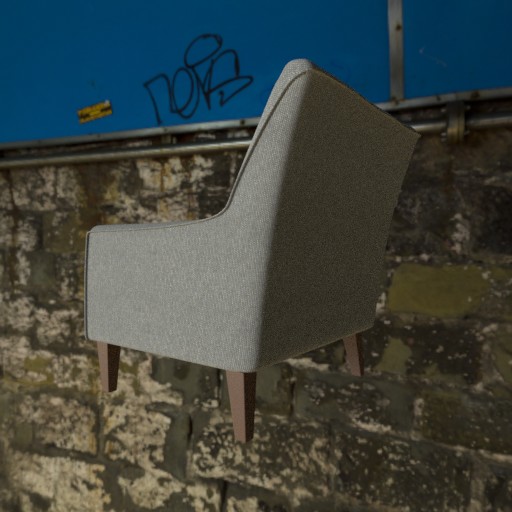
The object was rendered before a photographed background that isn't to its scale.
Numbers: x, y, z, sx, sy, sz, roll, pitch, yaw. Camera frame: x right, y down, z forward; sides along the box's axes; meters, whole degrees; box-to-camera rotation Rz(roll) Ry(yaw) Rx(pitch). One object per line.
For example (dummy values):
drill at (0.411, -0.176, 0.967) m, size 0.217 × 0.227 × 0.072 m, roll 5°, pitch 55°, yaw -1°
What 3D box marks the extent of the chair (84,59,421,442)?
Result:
chair at (0.000, 0.000, 1.546) m, size 0.899 × 0.919 × 0.780 m, roll 1°, pitch 2°, yaw 37°
